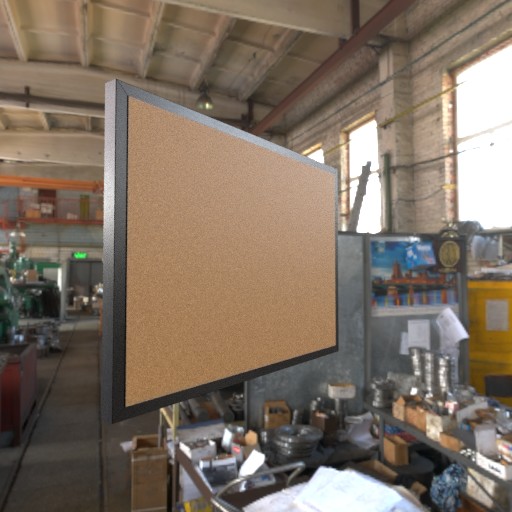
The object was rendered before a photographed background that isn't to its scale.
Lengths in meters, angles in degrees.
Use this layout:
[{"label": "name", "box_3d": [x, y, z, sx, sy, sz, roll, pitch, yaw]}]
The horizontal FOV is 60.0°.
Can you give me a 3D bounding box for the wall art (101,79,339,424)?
[{"label": "wall art", "box_3d": [0.000, 0.000, 0.856, 0.027, 0.458, 0.657, -1, -2, 37]}]
